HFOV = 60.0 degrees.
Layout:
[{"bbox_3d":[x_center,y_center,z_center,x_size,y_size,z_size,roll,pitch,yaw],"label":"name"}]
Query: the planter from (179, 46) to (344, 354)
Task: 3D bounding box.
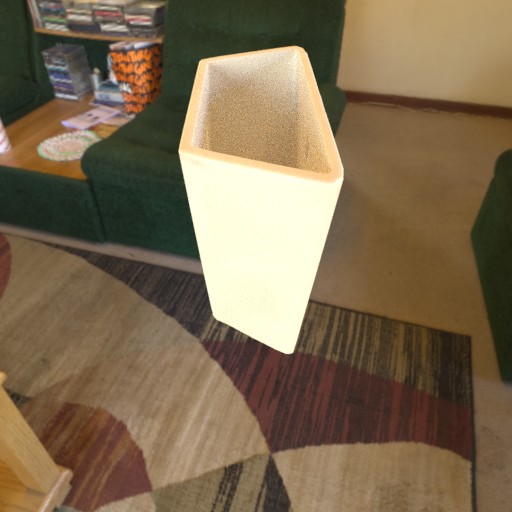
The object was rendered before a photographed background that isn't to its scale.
[{"bbox_3d":[0.000,0.000,0.270,0.060,0.197,0.150,-1,42,-1],"label":"planter"}]
